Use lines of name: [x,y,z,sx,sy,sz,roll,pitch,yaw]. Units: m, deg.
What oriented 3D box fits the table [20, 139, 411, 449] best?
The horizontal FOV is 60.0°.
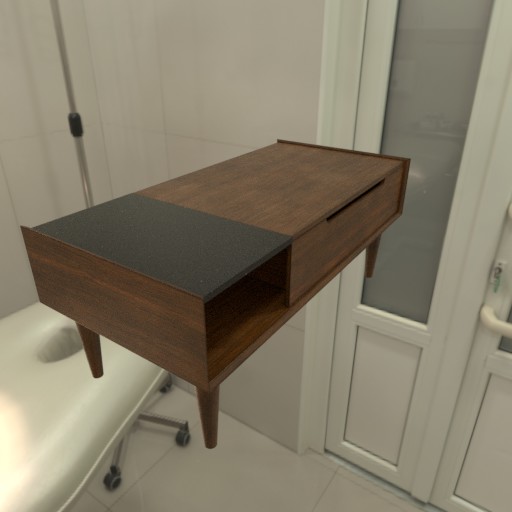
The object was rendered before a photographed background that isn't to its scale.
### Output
table: [0.000,0.000,1.531,0.610,0.508,1.221,17,32,30]
